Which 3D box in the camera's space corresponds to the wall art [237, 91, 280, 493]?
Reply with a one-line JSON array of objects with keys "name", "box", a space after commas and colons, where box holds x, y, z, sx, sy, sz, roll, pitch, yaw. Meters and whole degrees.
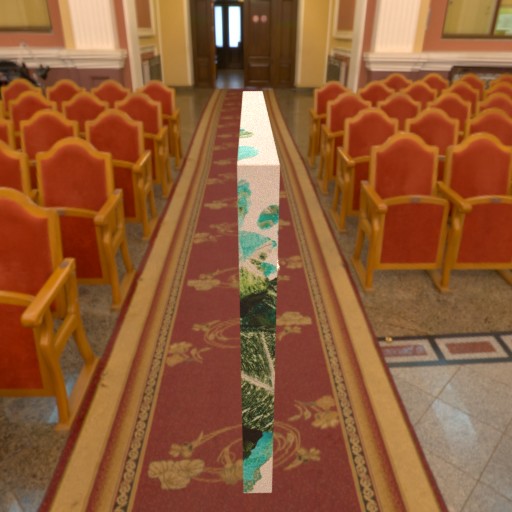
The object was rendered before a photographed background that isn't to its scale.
[{"name": "wall art", "box": [0.000, 0.000, 0.704, 0.041, 0.435, 0.507, 0, 27, -1]}]
